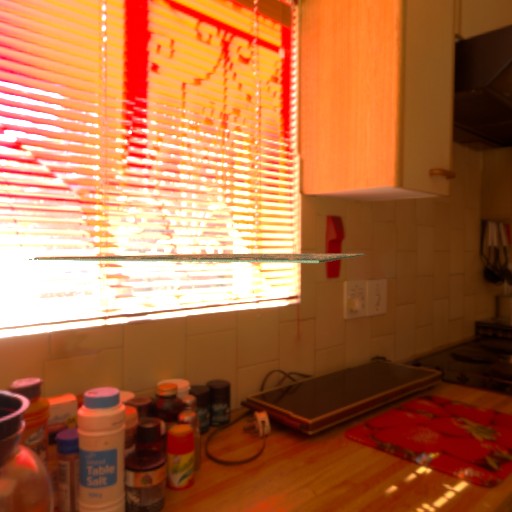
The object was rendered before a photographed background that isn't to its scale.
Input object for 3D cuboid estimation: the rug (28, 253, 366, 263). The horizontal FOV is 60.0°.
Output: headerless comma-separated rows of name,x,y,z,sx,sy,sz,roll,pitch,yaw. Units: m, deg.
rug,0.000,0.000,1.404,0.604,0.007,1.219,0,1,18
